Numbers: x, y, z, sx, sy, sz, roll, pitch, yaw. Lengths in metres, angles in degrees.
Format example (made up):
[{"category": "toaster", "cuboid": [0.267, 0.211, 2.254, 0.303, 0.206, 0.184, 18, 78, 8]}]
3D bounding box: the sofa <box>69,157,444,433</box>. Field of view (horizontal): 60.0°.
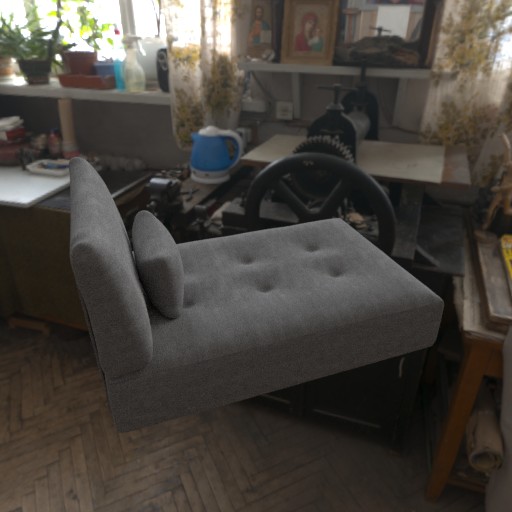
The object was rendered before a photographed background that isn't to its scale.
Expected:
[{"category": "sofa", "cuboid": [0.000, 0.000, 1.999, 1.450, 0.820, 0.930, -10, 32, -17]}]
